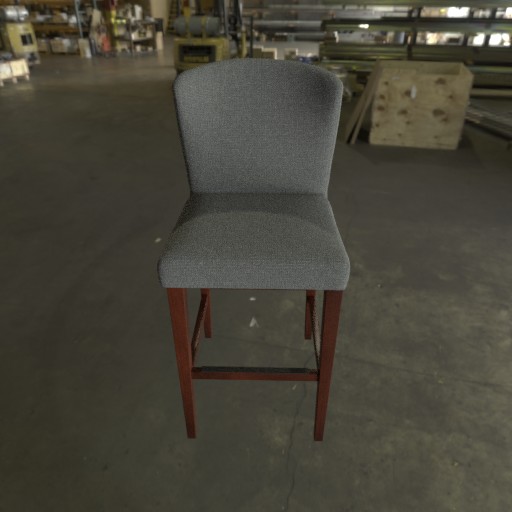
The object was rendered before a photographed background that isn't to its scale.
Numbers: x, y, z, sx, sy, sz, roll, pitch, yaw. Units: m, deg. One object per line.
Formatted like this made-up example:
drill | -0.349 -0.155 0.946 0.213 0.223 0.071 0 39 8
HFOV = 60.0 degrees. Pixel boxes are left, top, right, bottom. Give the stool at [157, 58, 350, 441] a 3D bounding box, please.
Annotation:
stool | 0.000 0.000 1.373 0.486 1.069 0.568 1 30 1
